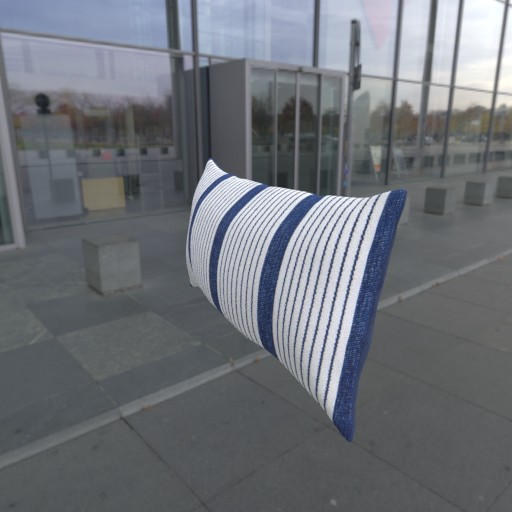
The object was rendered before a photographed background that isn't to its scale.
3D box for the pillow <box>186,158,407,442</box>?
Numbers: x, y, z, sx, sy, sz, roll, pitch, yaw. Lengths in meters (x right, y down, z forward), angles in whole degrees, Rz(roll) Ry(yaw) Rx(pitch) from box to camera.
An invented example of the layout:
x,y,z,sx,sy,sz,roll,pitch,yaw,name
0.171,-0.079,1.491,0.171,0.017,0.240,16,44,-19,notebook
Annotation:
x,y,z,sx,sy,sz,roll,pitch,yaw,name
0.000,0.000,0.744,0.156,0.292,0.608,-7,17,-24,pillow
